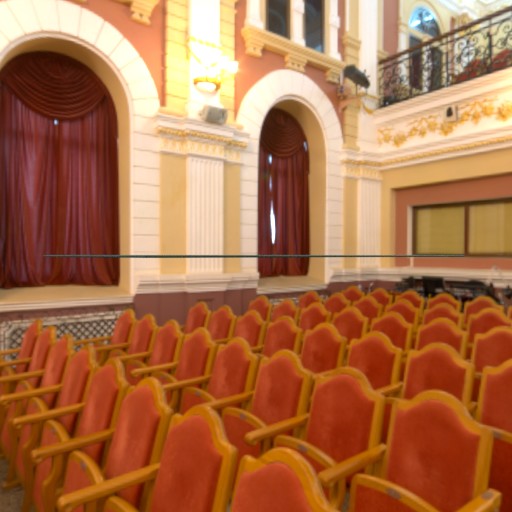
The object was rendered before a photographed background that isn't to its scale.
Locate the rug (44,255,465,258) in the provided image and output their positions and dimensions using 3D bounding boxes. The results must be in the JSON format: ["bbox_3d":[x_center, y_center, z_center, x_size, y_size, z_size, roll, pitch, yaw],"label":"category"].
[{"bbox_3d":[0.000,0.000,3.963,3.044,0.015,2.226,0,0,-37],"label":"rug"}]
